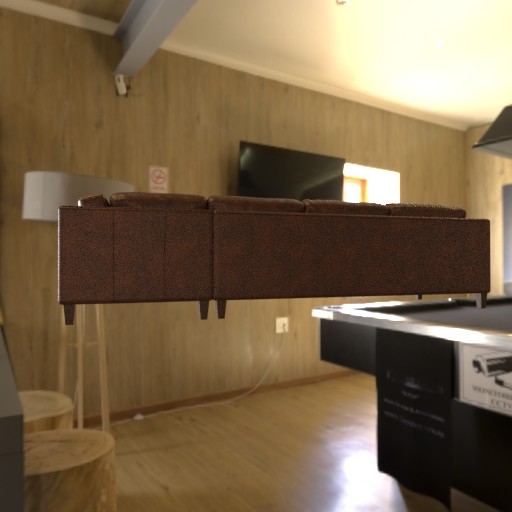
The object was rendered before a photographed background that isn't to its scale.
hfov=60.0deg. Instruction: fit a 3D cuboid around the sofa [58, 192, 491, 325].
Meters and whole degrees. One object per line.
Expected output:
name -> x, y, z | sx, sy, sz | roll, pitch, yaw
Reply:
sofa -> 0.000, 0.000, 4.192 | 3.152, 0.836, 2.438 | 0, 0, -17
